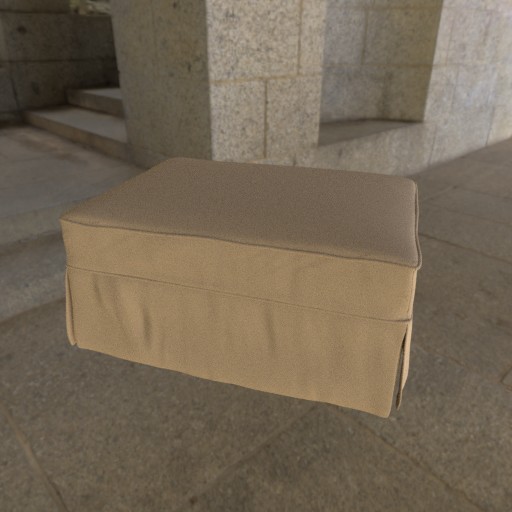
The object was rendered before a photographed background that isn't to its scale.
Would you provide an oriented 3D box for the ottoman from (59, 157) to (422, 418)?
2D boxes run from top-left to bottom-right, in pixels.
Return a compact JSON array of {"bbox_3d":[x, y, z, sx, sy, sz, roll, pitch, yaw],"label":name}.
[{"bbox_3d":[0.000,0.000,1.377,0.959,0.482,0.721,8,28,16],"label":"ottoman"}]
